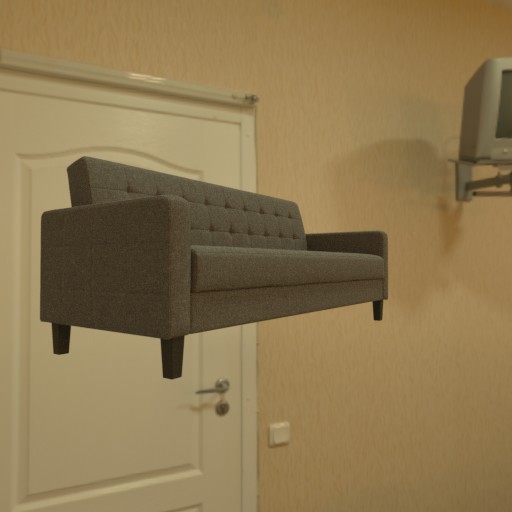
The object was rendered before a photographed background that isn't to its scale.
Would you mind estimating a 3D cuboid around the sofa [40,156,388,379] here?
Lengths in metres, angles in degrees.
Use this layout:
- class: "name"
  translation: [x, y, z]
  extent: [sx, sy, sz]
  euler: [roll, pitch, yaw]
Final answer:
- class: "sofa"
  translation: [0.000, 0.000, 2.450]
  extent: [0.810, 0.850, 2.040]
  euler: [-1, -1, 36]
